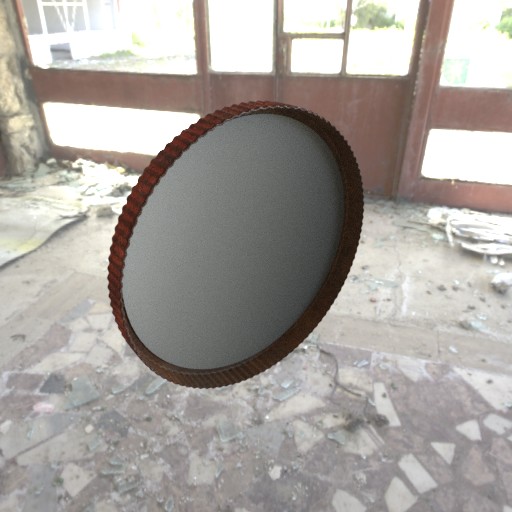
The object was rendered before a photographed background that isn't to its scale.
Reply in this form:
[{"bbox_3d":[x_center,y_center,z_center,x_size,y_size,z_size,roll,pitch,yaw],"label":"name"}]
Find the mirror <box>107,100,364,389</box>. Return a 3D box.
[{"bbox_3d":[0.000,0.000,0.922,0.609,0.609,0.056,-20,35,-32],"label":"mirror"}]
